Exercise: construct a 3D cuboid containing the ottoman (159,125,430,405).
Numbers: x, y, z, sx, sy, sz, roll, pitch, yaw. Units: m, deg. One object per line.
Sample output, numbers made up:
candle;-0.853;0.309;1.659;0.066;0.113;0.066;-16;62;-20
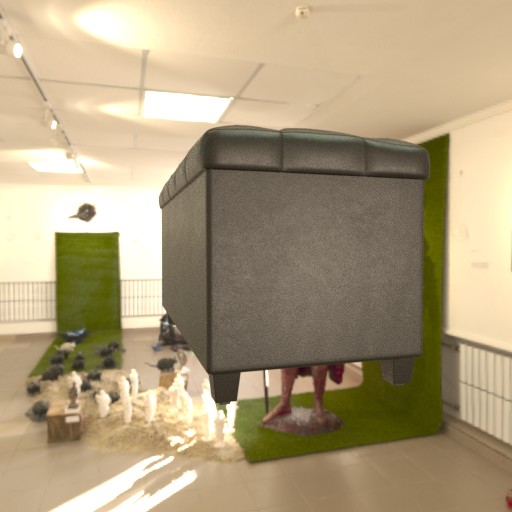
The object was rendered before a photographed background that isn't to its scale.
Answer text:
ottoman;0.000;0.000;1.143;0.432;0.470;0.838;0;2;-17
